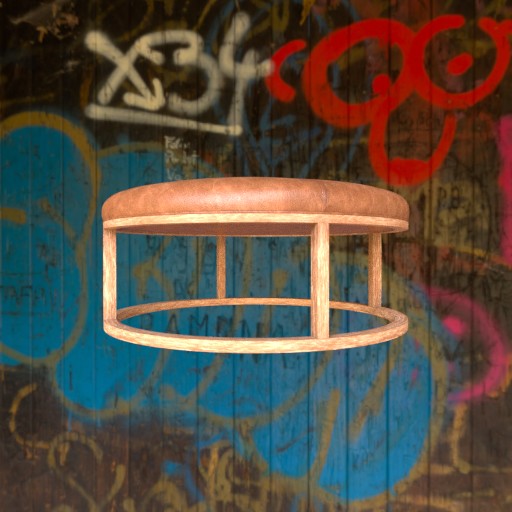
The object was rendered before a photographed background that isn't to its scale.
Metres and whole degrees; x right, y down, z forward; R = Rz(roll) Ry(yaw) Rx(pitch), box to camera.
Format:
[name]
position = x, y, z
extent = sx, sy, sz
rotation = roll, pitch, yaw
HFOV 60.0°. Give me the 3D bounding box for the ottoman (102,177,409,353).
[ottoman]
position = 0.000, 0.000, 1.531
extent = 1.006, 0.445, 1.006
rotation = 0, 1, 0
